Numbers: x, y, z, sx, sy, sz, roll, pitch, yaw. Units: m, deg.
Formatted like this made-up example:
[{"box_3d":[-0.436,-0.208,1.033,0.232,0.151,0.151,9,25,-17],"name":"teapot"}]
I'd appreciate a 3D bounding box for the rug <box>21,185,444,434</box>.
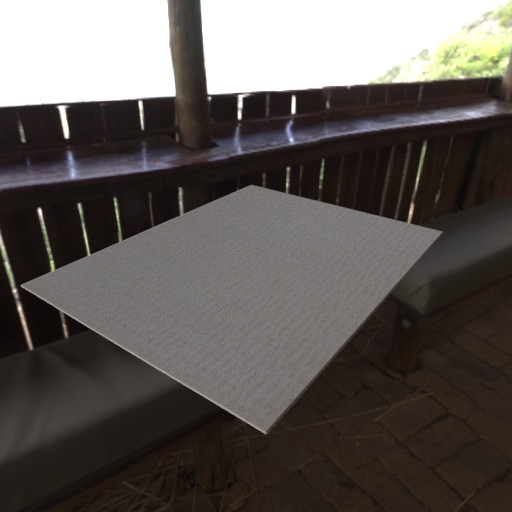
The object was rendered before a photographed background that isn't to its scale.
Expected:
[{"box_3d":[0.000,0.000,3.980,2.410,0.021,3.055,19,34,32],"name":"rug"}]
